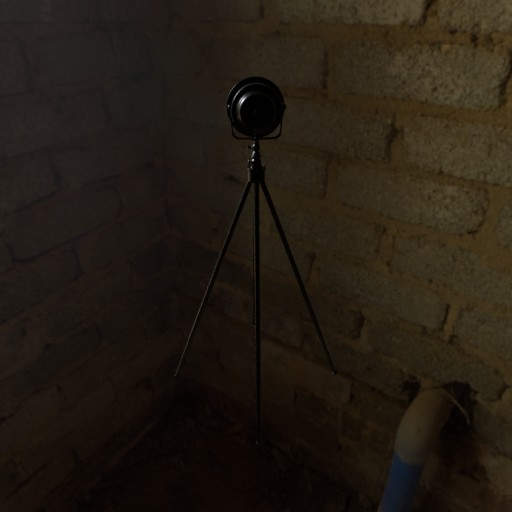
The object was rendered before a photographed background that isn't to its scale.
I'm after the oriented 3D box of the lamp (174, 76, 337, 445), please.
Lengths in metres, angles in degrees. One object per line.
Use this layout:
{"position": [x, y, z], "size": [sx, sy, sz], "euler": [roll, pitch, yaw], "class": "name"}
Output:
{"position": [0.000, 0.000, 2.023], "size": [0.879, 1.504, 0.884], "euler": [-1, 31, -1], "class": "lamp"}
